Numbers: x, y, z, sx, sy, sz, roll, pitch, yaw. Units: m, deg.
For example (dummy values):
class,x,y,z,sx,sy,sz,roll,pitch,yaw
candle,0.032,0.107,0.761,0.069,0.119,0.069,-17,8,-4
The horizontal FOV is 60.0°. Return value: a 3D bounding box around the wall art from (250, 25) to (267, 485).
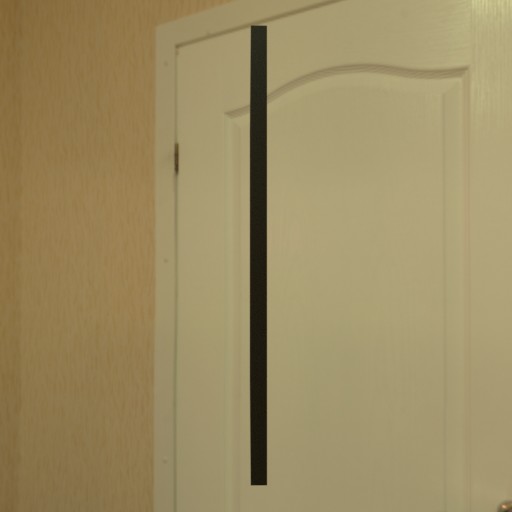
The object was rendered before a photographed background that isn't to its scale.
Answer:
class,x,y,z,sx,sy,sz,roll,pitch,yaw
wall art,0.000,0.000,1.426,0.038,1.062,0.806,0,-1,-1
